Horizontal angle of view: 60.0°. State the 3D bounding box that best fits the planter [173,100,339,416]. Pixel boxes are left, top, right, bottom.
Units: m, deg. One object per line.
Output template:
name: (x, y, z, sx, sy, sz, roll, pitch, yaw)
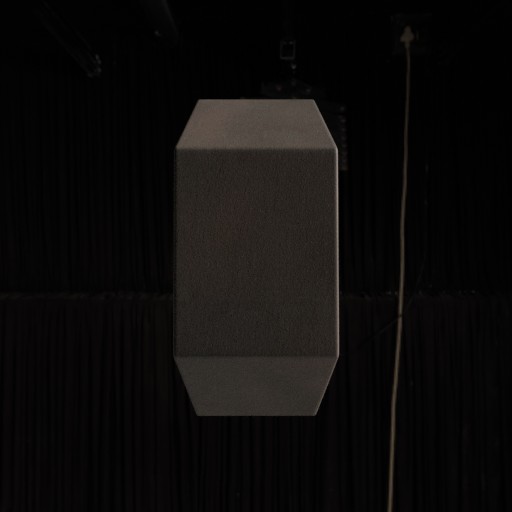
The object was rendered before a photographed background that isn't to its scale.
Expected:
planter: (0.000, 0.000, 0.290, 0.077, 0.206, 0.169, 0, -2, 0)
